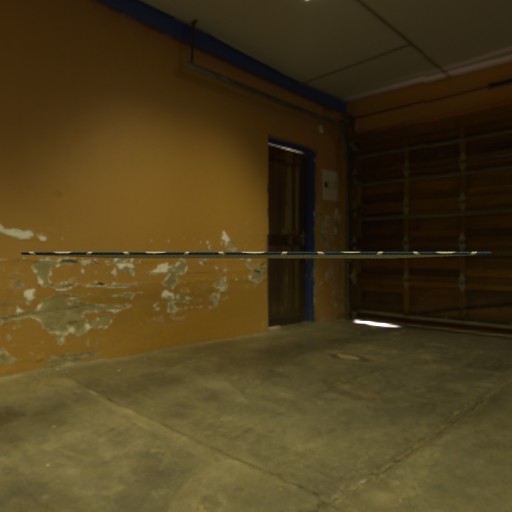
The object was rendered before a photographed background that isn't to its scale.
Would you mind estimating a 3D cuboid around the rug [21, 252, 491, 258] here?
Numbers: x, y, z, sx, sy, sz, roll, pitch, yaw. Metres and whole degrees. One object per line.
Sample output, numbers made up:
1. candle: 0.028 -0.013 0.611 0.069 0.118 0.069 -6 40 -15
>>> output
1. rug: 0.000 0.000 2.215 1.753 0.010 1.143 0 -1 0
